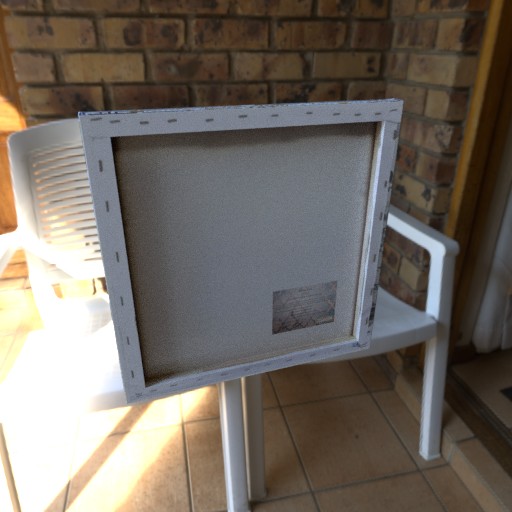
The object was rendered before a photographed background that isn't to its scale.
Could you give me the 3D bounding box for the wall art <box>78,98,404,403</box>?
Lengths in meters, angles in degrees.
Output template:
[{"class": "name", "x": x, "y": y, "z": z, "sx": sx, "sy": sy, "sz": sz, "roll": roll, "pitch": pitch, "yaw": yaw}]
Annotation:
[{"class": "wall art", "x": 0.000, "y": 0.000, "z": 0.937, "sx": 0.609, "sy": 0.607, "sz": 0.036, "roll": -8, "pitch": 27, "yaw": -17}]
